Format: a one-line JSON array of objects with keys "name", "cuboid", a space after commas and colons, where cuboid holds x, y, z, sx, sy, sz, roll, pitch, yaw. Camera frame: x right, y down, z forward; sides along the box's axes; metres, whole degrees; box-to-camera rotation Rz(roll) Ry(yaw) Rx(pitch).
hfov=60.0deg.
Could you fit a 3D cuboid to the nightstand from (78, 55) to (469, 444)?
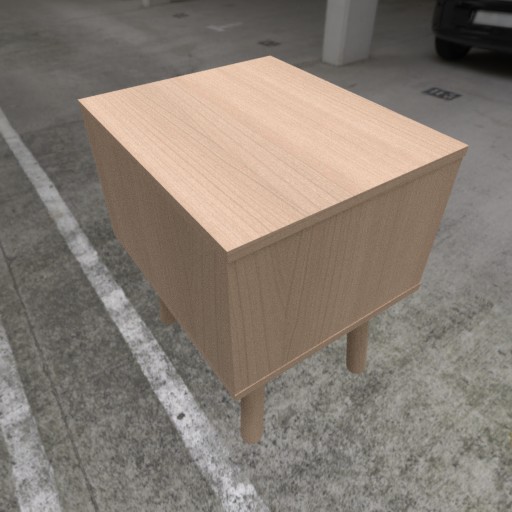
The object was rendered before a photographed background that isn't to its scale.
[{"name": "nightstand", "cuboid": [0.000, 0.000, 0.825, 0.380, 0.530, 0.450, -25, 47, -25]}]
